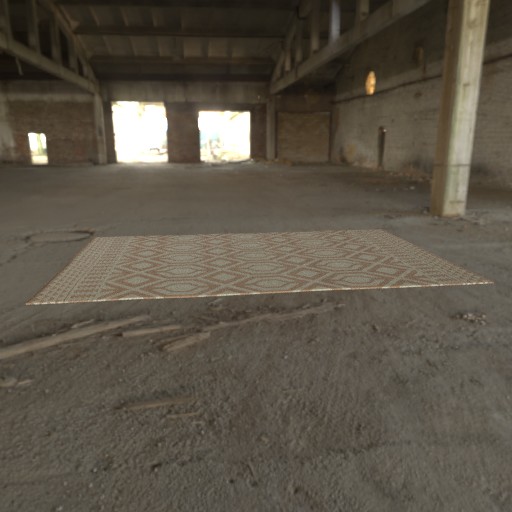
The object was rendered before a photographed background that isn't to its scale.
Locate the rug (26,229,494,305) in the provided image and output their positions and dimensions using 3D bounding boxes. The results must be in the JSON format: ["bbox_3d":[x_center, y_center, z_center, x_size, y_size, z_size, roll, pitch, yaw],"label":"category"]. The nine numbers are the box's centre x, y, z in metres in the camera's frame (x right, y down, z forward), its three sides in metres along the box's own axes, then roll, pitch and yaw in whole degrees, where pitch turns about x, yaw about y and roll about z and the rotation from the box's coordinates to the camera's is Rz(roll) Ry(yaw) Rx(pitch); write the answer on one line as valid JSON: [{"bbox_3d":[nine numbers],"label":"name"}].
[{"bbox_3d":[0.000,0.000,3.006,2.435,0.011,1.526,-2,15,-8],"label":"rug"}]
